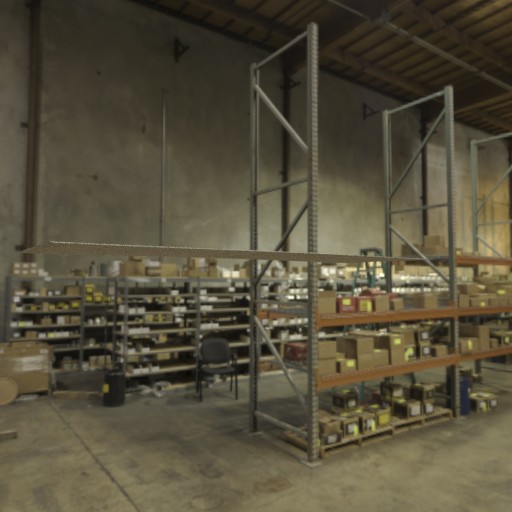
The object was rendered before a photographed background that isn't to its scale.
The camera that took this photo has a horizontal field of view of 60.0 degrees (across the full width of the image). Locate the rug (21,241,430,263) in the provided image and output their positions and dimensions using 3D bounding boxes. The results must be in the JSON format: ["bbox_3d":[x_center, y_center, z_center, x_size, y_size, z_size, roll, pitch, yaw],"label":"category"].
[{"bbox_3d":[0.000,0.000,2.612,2.390,0.014,0.741,2,-4,-36],"label":"rug"}]
